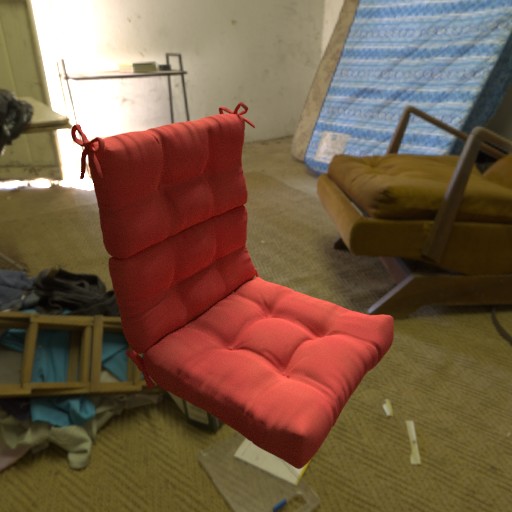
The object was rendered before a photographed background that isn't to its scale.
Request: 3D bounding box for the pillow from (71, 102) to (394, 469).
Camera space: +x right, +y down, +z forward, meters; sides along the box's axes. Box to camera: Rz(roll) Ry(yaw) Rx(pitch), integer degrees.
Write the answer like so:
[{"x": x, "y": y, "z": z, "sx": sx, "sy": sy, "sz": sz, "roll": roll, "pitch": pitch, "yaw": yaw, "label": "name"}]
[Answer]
[{"x": 0.000, "y": 0.000, "z": 1.021, "sx": 0.571, "sy": 0.605, "sz": 0.519, "roll": 18, "pitch": 31, "yaw": 32, "label": "pillow"}]
